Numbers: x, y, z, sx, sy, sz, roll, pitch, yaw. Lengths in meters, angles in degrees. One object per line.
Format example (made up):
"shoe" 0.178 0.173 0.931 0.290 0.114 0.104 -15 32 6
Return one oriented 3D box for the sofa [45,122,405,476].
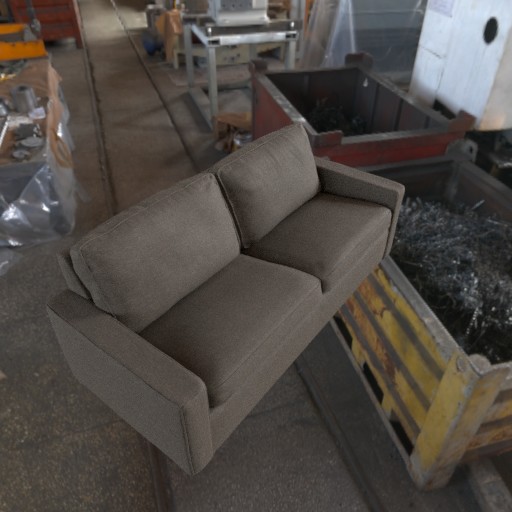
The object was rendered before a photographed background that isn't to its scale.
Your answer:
"sofa" 0.000 0.000 2.543 0.940 0.919 2.080 26 45 28
